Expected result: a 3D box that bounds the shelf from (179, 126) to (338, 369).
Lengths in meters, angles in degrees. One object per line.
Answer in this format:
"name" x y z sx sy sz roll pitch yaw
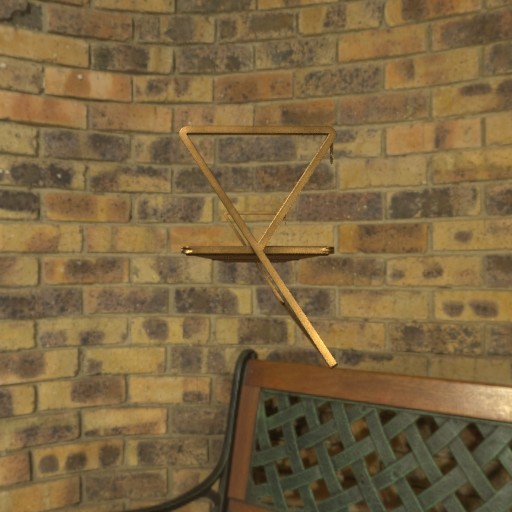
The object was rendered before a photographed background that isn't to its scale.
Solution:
"shelf" 0.000 0.000 0.738 0.150 0.229 0.645 0 -2 0
